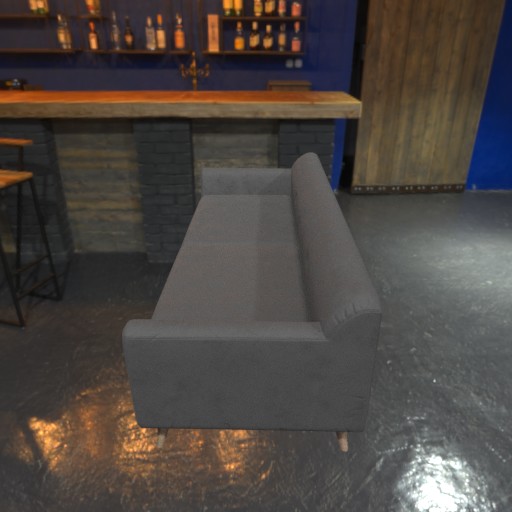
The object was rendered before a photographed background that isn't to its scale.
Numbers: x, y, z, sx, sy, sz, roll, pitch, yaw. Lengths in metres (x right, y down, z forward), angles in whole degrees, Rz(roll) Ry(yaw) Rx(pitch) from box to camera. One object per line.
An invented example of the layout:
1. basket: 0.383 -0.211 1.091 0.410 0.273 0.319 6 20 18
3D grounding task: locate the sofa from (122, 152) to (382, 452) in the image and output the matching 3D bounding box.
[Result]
1. sofa: 0.000 0.000 2.592 0.900 0.740 2.190 1 26 1
